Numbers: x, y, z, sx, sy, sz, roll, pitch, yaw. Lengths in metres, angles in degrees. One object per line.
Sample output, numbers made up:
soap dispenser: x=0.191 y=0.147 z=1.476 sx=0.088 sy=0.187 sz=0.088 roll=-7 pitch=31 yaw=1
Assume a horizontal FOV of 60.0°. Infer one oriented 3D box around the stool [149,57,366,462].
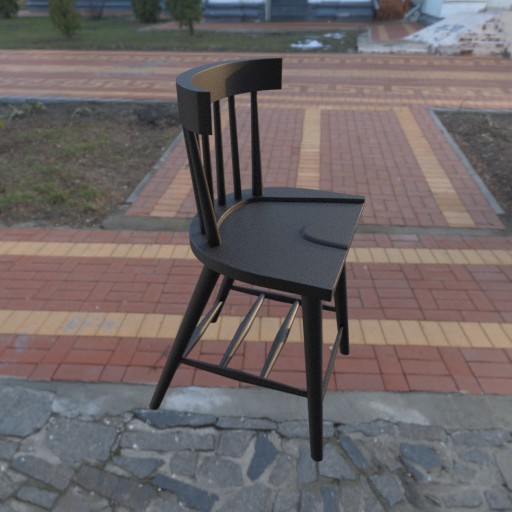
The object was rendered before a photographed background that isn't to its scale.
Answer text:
stool: x=0.000 y=0.000 z=1.228 sx=0.549 sy=0.953 sz=0.494 roll=11 pitch=33 yaw=17
